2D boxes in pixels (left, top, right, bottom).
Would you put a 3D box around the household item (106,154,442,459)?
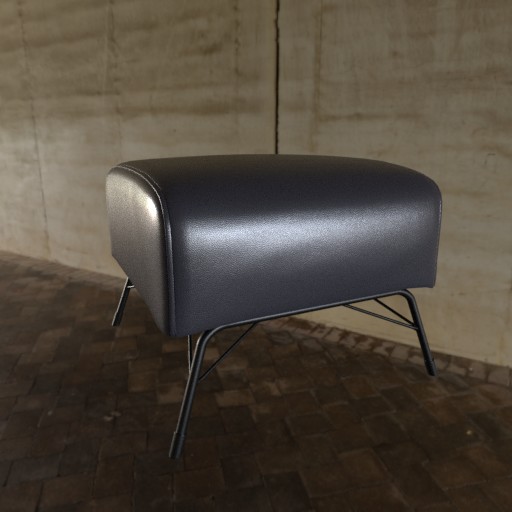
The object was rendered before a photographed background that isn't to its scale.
[{"bbox_3d":[0.000,0.000,0.917,0.530,0.410,0.530,-7,17,-25],"label":"household item"}]
